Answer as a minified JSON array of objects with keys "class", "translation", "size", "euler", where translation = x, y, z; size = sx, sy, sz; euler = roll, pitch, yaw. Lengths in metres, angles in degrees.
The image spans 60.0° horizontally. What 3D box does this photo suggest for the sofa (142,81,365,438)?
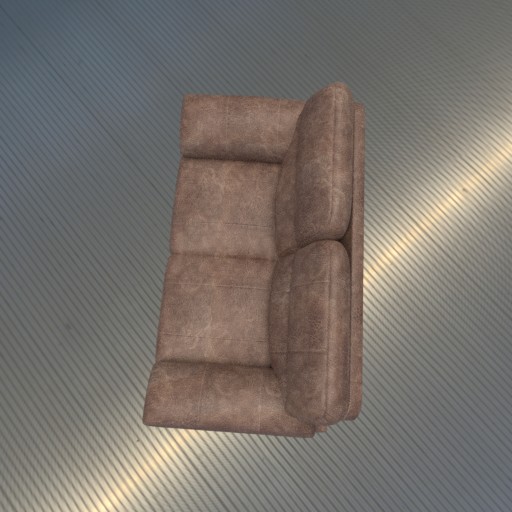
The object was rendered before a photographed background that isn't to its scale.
[{"class":"sofa","translation":[0.000,0.000,2.361],"size":[0.991,0.991,1.753],"euler":[4,76,1]}]
